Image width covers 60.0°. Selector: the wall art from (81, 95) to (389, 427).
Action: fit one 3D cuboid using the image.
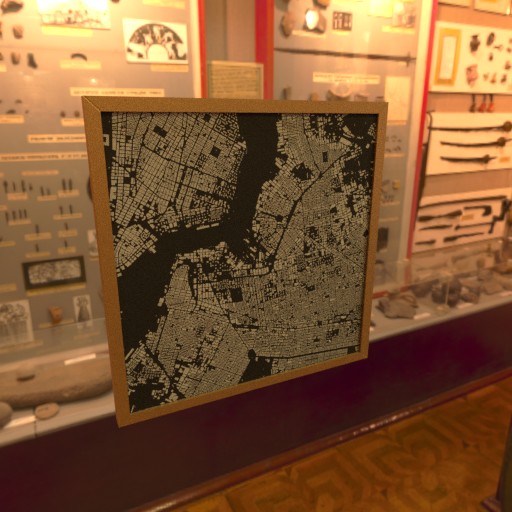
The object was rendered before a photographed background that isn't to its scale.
[{"bbox_3d":[0.000,0.000,2.893,1.926,1.926,0.099,-8,19,-25],"label":"wall art"}]
